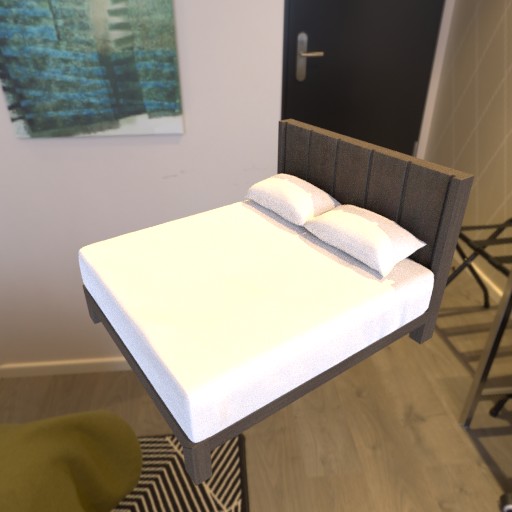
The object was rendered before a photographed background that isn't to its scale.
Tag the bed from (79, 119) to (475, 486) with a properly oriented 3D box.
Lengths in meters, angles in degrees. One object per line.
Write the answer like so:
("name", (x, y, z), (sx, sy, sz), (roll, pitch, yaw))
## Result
("bed", (0.000, 0.000, 3.073), (1.992, 1.261, 1.735), (-20, 36, -30))
